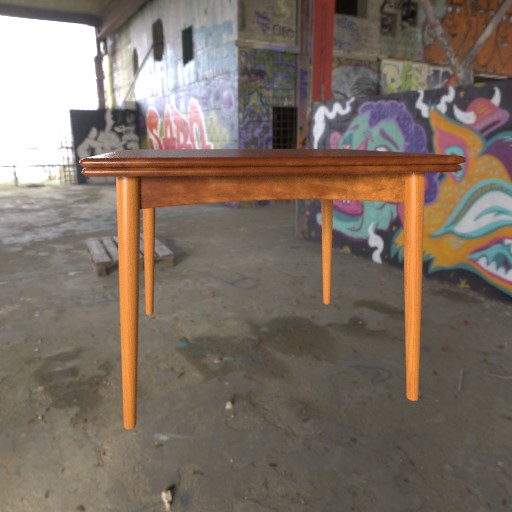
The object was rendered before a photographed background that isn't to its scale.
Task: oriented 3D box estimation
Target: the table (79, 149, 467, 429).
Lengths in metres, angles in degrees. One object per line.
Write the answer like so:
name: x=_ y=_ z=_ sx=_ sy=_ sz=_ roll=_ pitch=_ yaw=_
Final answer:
table: x=0.000 y=0.000 z=1.648 sx=0.991 sy=0.754 sz=0.991 roll=-2 pitch=15 yaw=-9
